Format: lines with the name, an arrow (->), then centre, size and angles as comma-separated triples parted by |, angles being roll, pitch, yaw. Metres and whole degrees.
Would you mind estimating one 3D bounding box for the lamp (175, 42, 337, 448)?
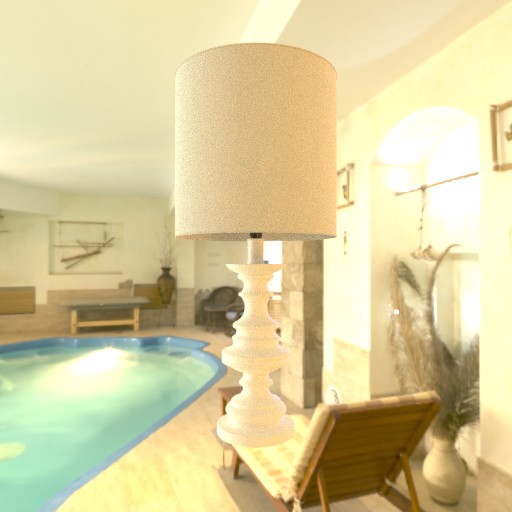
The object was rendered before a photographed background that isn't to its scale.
lamp -> 0.000, 0.000, 0.577 | 0.208, 0.455, 0.208 | 0, -1, -16
